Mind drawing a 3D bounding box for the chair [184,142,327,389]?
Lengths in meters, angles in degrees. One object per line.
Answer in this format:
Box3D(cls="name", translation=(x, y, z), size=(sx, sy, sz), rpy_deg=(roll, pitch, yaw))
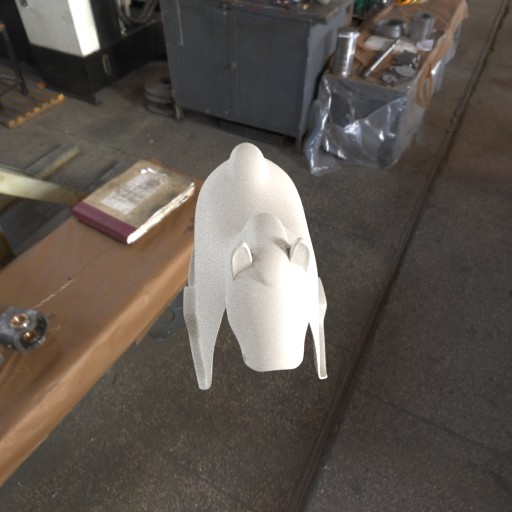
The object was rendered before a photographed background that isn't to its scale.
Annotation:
Box3D(cls="chair", translation=(0.000, 0.000, 1.159), size=(0.429, 0.612, 0.800), rpy_deg=(-4, 46, -4))
